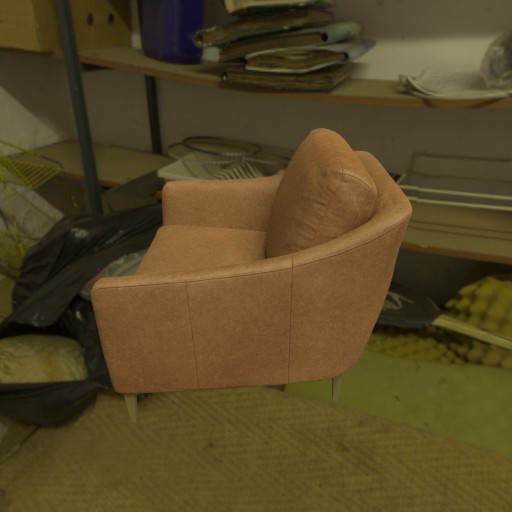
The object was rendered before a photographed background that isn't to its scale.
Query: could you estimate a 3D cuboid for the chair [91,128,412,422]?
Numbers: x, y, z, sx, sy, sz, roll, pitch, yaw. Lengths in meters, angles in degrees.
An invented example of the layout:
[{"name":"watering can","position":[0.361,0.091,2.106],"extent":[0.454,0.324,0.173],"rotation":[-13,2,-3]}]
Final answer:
[{"name":"chair","position":[0.000,0.000,1.749],"extent":[0.963,0.895,0.988],"rotation":[1,27,2]}]
